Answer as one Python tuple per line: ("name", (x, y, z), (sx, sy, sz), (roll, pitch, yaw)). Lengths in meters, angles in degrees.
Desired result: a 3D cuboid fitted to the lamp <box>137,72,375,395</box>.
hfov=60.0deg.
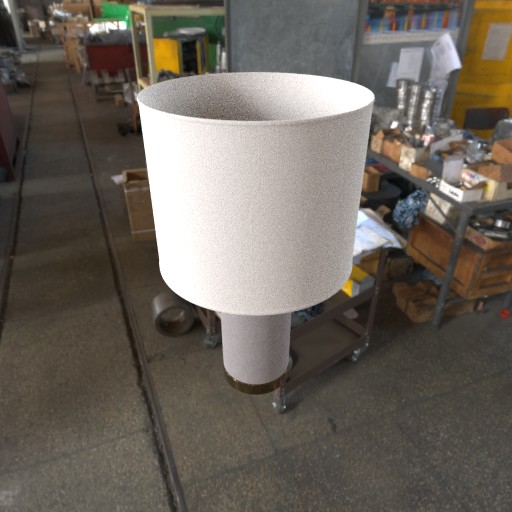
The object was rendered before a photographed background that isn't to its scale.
("lamp", (0.000, 0.000, 0.536), (0.229, 0.380, 0.229), (0, 31, 0))
